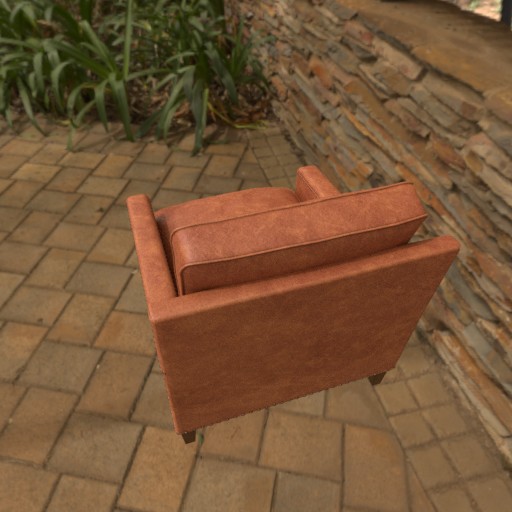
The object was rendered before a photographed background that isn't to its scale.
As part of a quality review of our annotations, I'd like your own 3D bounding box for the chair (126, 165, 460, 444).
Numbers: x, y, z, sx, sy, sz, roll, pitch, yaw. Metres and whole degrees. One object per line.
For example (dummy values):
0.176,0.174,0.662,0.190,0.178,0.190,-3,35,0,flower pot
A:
0.000,0.000,1.674,0.853,0.943,1.014,-12,42,-14,chair
